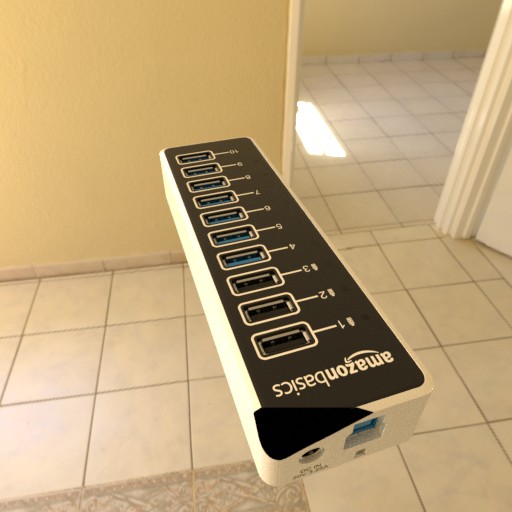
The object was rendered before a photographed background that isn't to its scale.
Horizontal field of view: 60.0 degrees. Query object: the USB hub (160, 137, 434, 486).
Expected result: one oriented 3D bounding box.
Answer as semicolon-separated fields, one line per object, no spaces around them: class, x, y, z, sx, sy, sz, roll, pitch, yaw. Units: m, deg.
USB hub;0.000;0.000;0.158;0.044;0.023;0.145;-12;42;-14
